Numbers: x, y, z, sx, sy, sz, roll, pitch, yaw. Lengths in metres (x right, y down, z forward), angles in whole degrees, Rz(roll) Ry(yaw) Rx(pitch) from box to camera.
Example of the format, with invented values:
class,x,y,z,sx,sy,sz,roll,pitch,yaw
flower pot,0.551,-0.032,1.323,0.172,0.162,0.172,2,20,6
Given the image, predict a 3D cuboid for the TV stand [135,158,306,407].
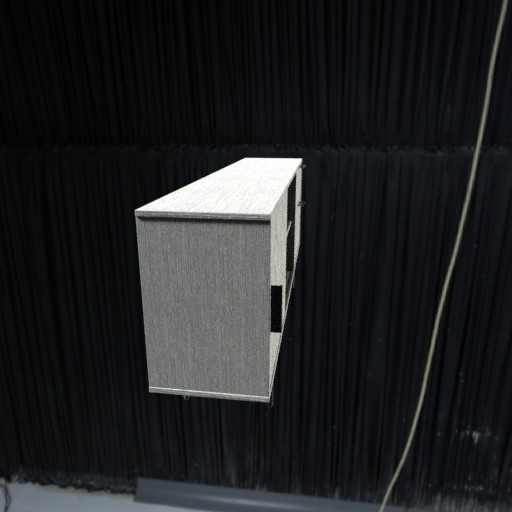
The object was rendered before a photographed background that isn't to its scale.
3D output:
class,x,y,z,sx,sy,sz,roll,pitch,yaw
TV stand,0.000,0.000,2.148,0.405,0.787,1.804,2,17,8
